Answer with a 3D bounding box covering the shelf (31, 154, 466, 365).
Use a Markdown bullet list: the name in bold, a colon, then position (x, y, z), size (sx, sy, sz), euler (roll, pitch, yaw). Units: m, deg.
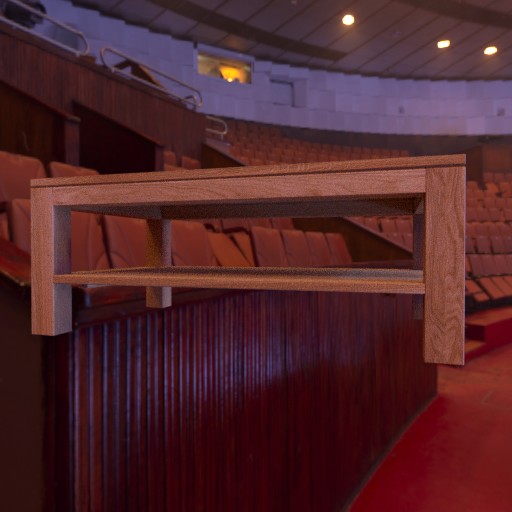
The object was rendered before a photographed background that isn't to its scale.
- **shelf**: position (0.000, 0.000, 1.449), size (1.150, 0.450, 0.700), euler (0, 1, 17)
